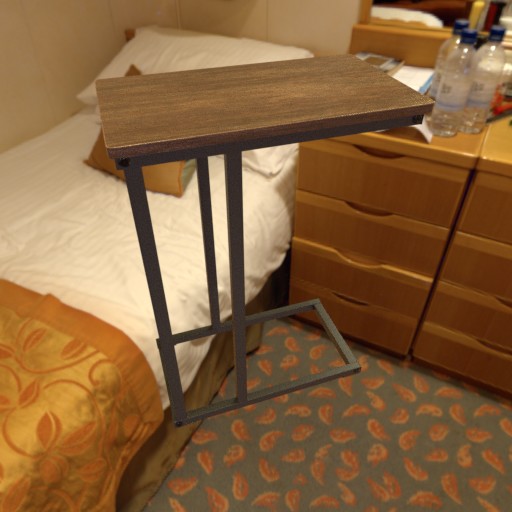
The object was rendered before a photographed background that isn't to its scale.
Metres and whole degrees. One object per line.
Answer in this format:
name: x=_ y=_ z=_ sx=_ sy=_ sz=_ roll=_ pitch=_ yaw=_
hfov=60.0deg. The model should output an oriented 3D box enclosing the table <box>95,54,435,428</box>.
table: x=0.000 y=0.000 z=0.860 sx=0.450 sy=0.637 sz=0.254 roll=-12 pitch=41 yaw=-14
